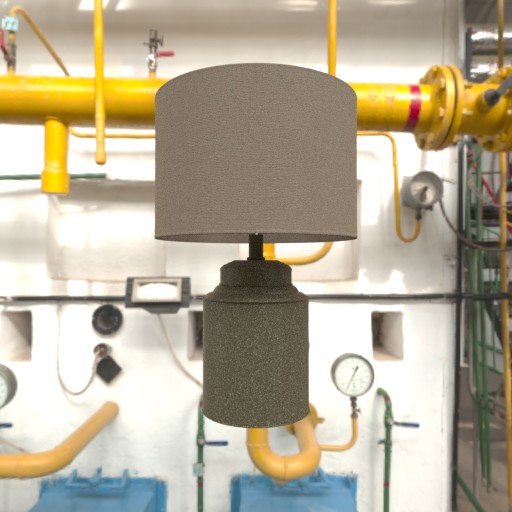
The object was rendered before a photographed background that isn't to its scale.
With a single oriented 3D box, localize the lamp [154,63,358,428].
[{"bbox_3d":[0.000,0.000,0.711,0.318,0.486,0.318,0,-1,0],"label":"lamp"}]
